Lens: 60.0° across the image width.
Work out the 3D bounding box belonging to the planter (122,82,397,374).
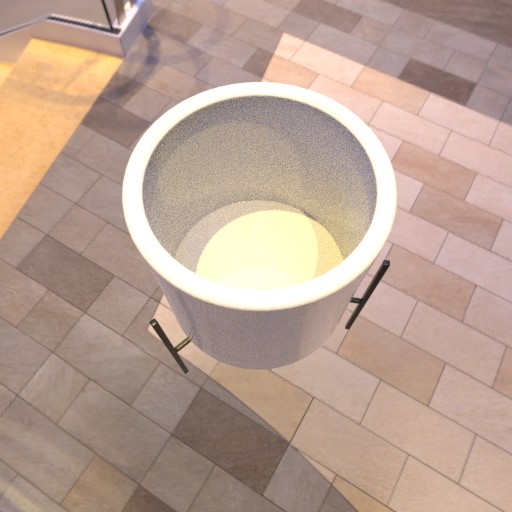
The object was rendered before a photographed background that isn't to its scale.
[{"bbox_3d":[0.000,0.000,0.750,0.360,0.480,0.361,-14,64,-7],"label":"planter"}]
